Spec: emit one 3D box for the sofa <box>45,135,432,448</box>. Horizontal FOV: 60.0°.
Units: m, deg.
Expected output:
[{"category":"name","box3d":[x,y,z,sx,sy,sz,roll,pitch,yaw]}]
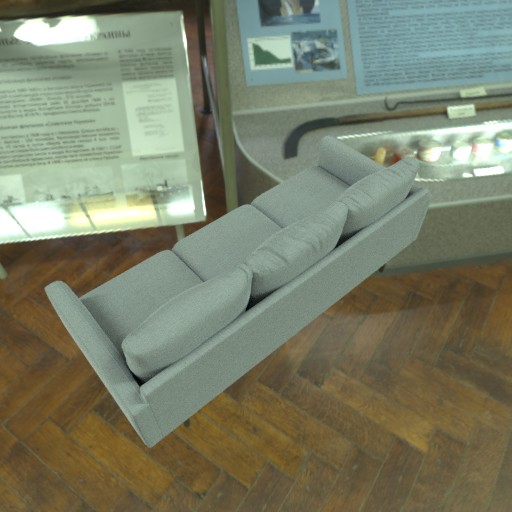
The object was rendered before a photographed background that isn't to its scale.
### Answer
[{"category":"sofa","box3d":[0.000,0.000,2.461,2.000,0.830,0.850,-33,56,-26]}]
